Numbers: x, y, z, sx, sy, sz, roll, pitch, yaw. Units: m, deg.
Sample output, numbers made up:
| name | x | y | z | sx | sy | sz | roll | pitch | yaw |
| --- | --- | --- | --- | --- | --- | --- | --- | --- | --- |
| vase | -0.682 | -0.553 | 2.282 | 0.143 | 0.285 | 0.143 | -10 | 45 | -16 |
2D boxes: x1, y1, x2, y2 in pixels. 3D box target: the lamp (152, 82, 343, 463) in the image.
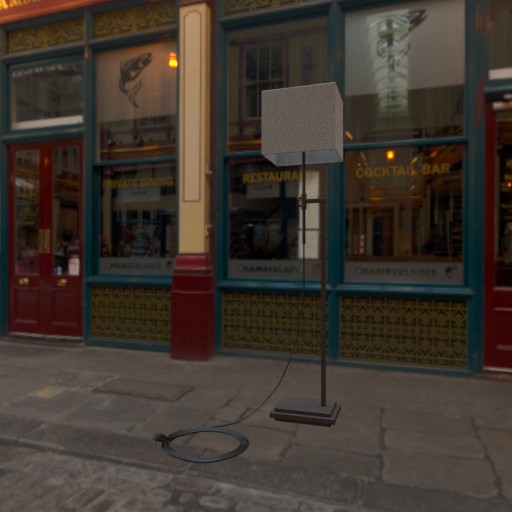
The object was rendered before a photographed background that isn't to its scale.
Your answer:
| name | x | y | z | sx | sy | sz | roll | pitch | yaw |
| --- | --- | --- | --- | --- | --- | --- | --- | --- | --- |
| lamp | 0.000 | 0.000 | 2.036 | 0.698 | 1.600 | 0.774 | 0 | -1 | 18 |
